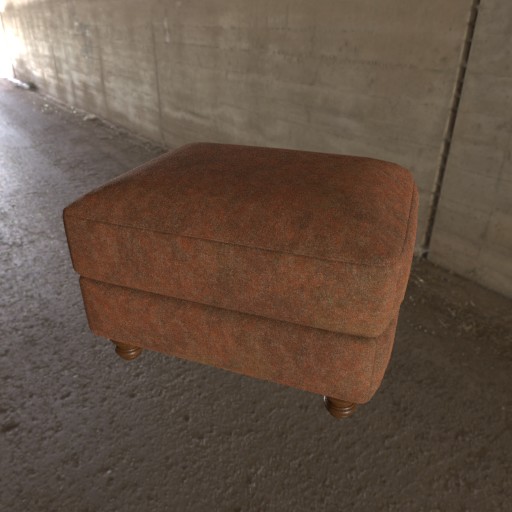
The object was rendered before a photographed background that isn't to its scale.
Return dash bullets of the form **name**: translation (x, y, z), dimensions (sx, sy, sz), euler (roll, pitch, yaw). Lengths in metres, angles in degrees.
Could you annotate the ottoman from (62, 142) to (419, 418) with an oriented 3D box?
- **ottoman**: translation (0.000, 0.000, 1.201), dimensions (0.787, 0.508, 0.635), euler (10, 30, 18)
